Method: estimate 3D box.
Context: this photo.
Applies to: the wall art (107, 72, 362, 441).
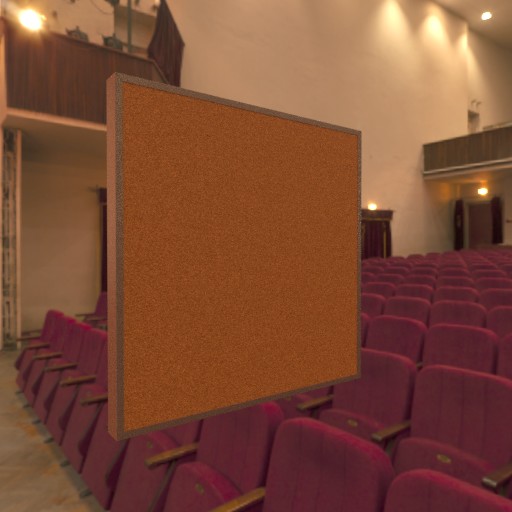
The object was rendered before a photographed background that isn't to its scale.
[{"bbox_3d":[0.000,0.000,0.532,0.349,0.349,0.028,-1,1,-36],"label":"wall art"}]
